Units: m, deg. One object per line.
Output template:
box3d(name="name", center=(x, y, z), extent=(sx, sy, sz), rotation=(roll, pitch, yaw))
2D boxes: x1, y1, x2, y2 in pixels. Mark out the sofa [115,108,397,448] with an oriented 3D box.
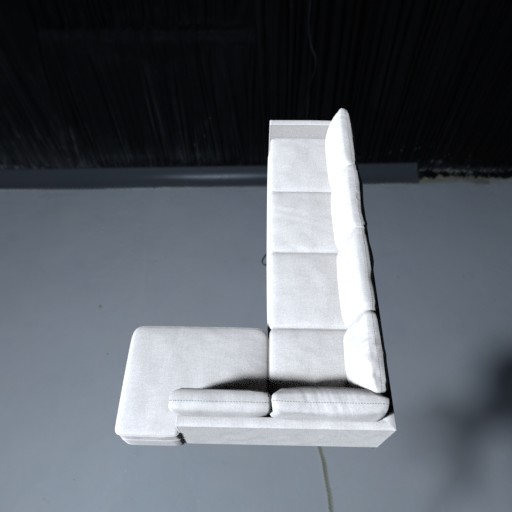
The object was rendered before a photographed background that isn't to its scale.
box3d(name="sofa", center=(0.000, 0.000, 4.262), extent=(2.077, 0.964, 3.331), rotation=(1, 57, 1))
